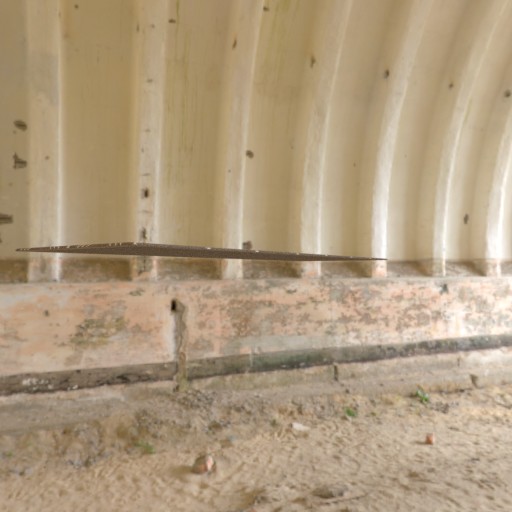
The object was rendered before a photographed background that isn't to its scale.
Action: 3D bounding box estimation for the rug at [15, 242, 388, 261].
[{"bbox_3d":[0.000,0.000,2.669,0.773,0.012,2.464,-1,-2,35],"label":"rug"}]
